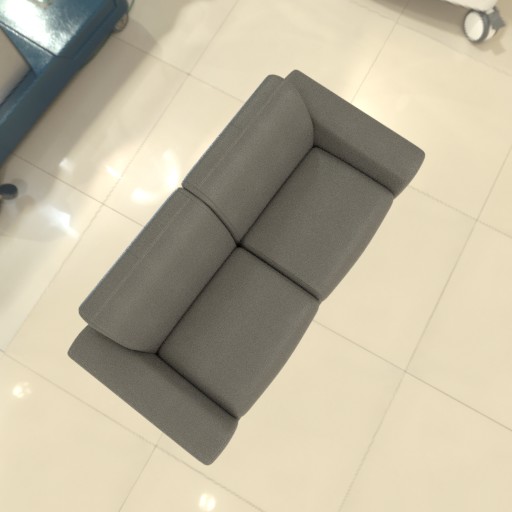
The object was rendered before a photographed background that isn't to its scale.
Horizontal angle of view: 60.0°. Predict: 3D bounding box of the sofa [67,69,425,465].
[{"bbox_3d":[0.000,0.000,2.349,0.900,0.772,1.901,36,80,7],"label":"sofa"}]
